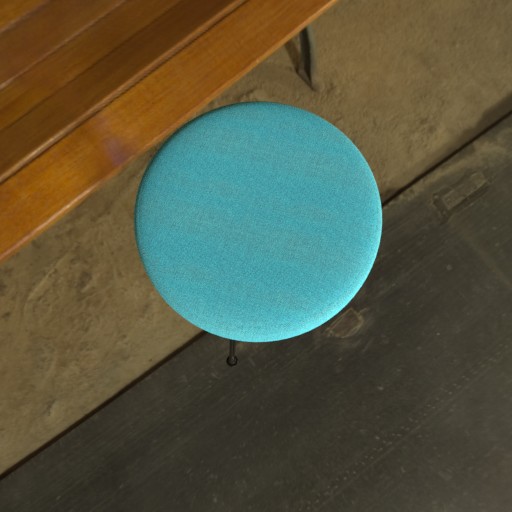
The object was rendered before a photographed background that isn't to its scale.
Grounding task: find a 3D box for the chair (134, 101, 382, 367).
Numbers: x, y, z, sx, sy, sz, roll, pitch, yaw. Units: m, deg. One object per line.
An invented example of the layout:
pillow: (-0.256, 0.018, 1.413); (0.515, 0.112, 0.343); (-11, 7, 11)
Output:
chair: (0.000, 0.000, 0.718); (0.350, 0.440, 0.350); (16, 75, 4)
